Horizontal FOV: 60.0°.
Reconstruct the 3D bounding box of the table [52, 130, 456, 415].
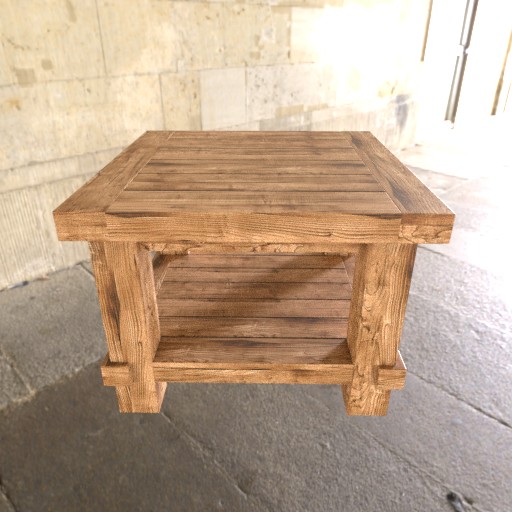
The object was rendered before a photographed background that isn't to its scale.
[{"bbox_3d":[0.000,0.000,1.043,0.610,0.457,0.610,0,27,1],"label":"table"}]
